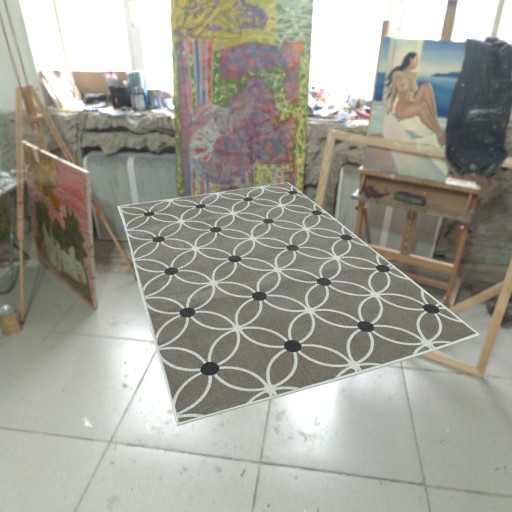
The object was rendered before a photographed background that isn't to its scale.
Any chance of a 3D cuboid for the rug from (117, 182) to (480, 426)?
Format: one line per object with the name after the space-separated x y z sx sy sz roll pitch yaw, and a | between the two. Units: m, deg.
0.000 0.000 2.873 1.522 0.008 2.284 -11 32 -18 | rug
